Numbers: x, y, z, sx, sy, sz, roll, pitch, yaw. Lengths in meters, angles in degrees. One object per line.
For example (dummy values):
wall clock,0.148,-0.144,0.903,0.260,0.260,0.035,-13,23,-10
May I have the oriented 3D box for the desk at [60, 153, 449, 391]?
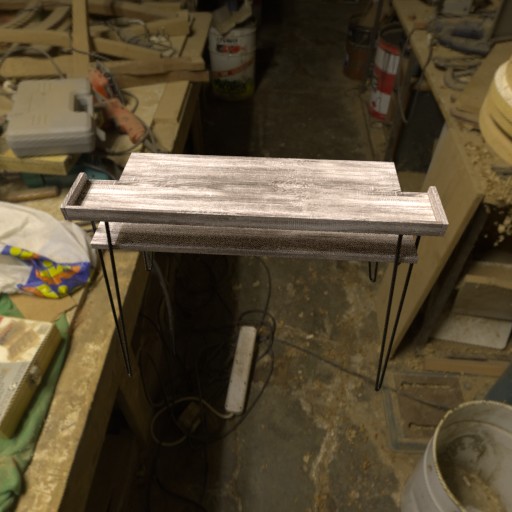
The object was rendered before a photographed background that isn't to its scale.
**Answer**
desk,0.000,0.000,1.683,1.135,0.899,0.605,3,47,3
